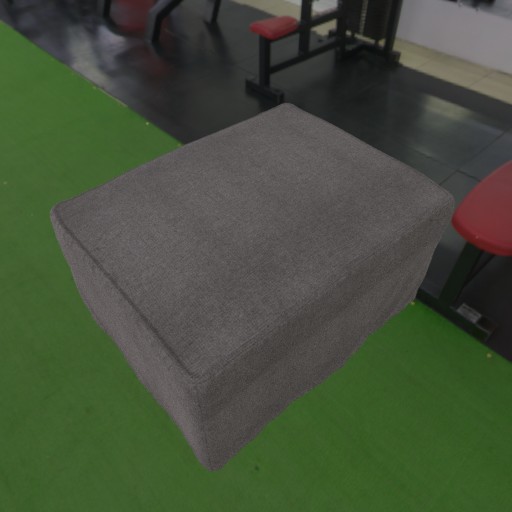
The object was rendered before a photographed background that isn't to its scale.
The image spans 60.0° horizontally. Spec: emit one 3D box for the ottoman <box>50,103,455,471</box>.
[{"bbox_3d":[0.000,0.000,1.235,0.833,0.492,0.652,-32,54,-27],"label":"ottoman"}]
